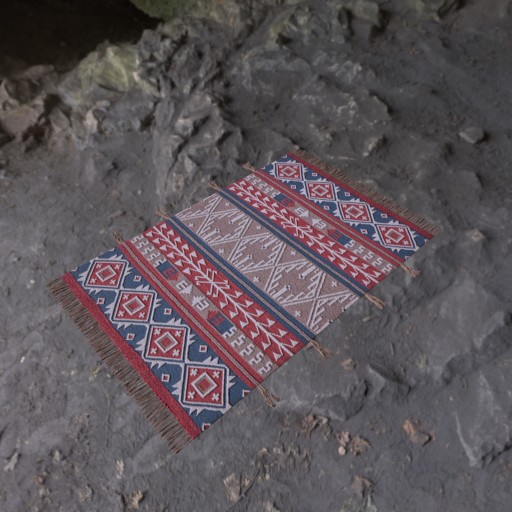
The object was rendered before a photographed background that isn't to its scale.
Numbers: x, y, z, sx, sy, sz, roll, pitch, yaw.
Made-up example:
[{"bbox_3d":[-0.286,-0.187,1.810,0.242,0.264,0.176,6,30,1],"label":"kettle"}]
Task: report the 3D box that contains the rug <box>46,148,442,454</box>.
[{"bbox_3d":[0.000,0.000,2.576,2.025,0.040,1.469,-33,55,-28],"label":"rug"}]
